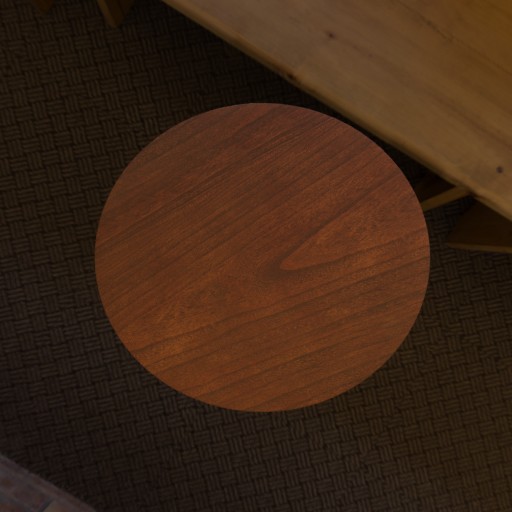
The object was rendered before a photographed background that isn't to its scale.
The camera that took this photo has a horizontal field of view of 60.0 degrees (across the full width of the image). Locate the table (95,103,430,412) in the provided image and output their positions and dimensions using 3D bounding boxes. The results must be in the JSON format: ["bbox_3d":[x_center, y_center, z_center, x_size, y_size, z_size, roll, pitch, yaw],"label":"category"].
[{"bbox_3d":[0.000,0.000,1.114,0.577,0.706,0.530,0,91,-3],"label":"table"}]
